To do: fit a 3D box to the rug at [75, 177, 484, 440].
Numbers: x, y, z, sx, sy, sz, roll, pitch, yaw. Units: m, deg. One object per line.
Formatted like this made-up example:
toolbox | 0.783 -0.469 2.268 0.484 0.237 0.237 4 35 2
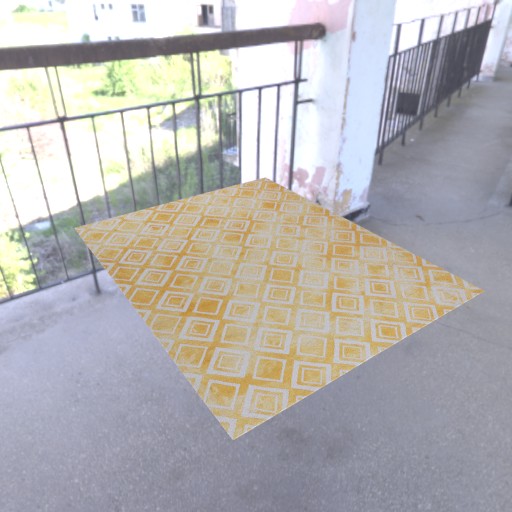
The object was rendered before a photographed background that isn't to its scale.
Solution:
rug | 0.000 0.000 4.093 2.433 0.011 3.037 -20 37 -29
